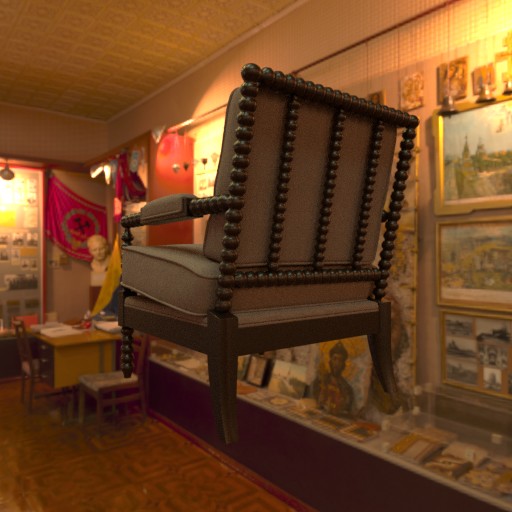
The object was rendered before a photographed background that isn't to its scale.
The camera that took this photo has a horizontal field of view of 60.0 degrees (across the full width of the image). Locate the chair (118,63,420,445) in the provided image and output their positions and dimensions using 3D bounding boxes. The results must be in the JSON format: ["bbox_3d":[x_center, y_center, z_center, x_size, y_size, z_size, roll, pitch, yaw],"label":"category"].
[{"bbox_3d":[0.000,0.000,1.123,0.540,0.661,0.622,0,0,-37],"label":"chair"}]
